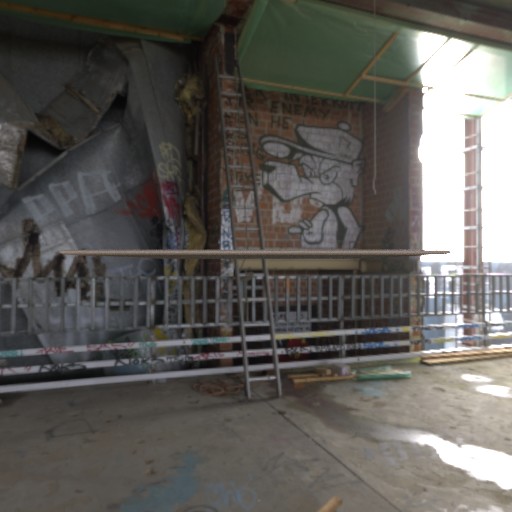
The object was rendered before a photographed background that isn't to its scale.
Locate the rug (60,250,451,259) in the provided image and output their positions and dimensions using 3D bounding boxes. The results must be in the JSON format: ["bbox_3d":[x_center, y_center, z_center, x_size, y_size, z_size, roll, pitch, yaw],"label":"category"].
[{"bbox_3d":[0.000,0.000,2.745,1.525,0.020,2.081,0,-1,0],"label":"rug"}]
